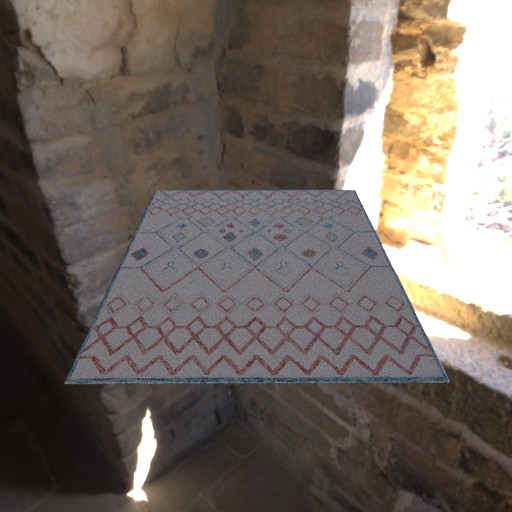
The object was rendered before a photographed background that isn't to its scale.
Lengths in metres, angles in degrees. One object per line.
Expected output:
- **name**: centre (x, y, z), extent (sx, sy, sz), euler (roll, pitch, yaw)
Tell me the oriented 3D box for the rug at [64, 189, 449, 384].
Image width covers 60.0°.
- **rug**: centre (0.000, 0.000, 4.095), extent (2.441, 0.016, 3.050), euler (0, 32, 0)
